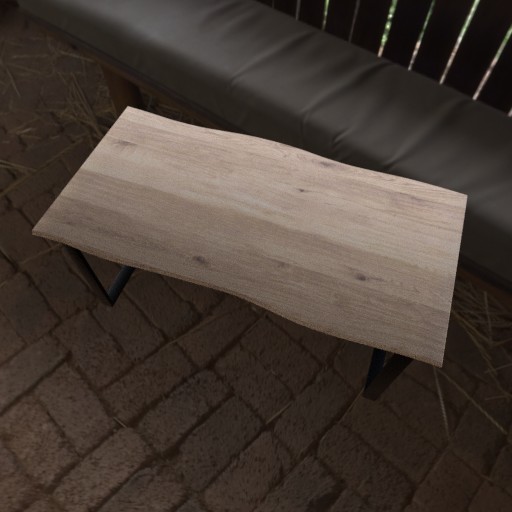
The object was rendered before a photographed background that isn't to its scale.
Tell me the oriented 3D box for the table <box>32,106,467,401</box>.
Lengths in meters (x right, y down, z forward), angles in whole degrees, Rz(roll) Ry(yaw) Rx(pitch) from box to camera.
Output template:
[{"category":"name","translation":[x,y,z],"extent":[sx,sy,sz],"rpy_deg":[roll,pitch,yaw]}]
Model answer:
[{"category":"table","translation":[0.000,0.000,2.346],"extent":[1.800,0.780,0.900],"rpy_deg":[17,60,10]}]
